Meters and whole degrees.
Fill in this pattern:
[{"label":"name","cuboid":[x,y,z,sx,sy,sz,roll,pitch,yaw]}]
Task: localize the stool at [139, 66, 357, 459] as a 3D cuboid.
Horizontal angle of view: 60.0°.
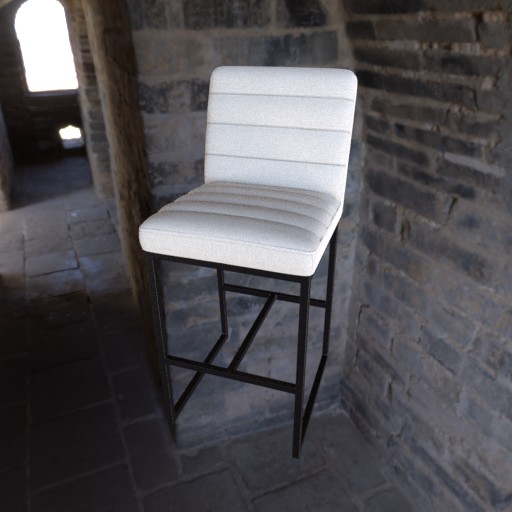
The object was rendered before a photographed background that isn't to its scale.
[{"label":"stool","cuboid":[0.000,0.000,1.359,0.460,1.040,0.560,9,28,16]}]
